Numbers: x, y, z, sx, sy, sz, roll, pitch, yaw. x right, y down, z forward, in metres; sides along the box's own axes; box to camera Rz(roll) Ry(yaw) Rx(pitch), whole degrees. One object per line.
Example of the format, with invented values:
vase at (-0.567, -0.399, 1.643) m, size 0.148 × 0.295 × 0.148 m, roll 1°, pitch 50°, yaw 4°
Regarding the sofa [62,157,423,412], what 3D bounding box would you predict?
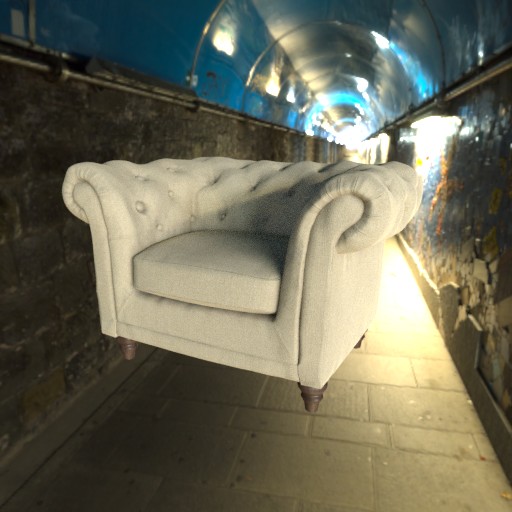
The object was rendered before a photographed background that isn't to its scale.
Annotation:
sofa at (0.000, 0.000, 2.061) m, size 1.405 × 0.878 × 1.034 m, roll 7°, pitch 16°, yaw 27°
